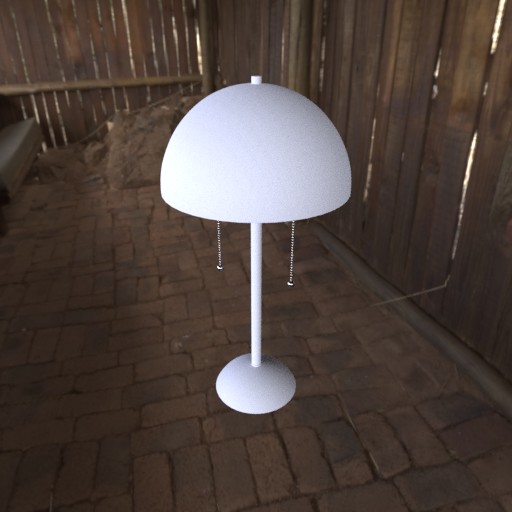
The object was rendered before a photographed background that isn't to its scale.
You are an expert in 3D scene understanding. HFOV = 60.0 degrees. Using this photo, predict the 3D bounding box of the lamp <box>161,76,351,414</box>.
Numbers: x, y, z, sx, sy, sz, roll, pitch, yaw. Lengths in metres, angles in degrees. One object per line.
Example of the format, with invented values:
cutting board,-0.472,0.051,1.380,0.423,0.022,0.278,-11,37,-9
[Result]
lamp,0.000,0.000,0.438,0.171,0.330,0.171,0,27,0
